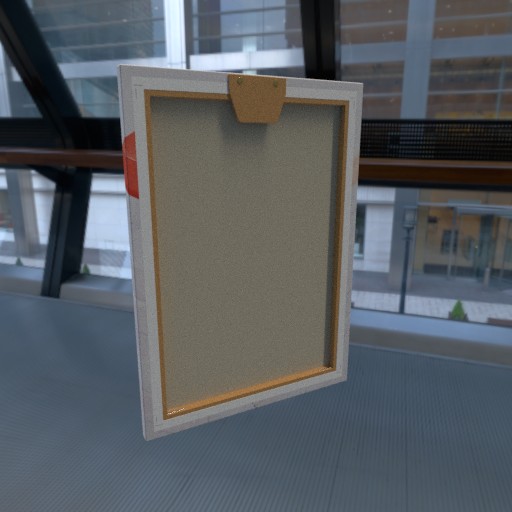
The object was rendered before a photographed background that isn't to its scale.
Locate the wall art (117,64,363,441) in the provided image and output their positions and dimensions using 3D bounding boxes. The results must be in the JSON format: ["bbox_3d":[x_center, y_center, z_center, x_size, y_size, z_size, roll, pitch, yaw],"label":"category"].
[{"bbox_3d":[0.000,0.000,1.114,0.613,0.848,0.036,-7,16,-27],"label":"wall art"}]
